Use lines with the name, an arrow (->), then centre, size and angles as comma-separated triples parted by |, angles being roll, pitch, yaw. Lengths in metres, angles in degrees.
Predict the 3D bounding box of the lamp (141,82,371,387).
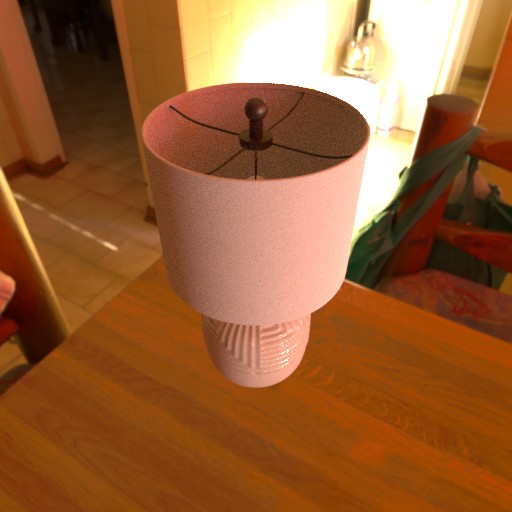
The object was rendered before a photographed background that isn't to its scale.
lamp -> 0.000, 0.000, 0.787 | 0.318, 0.567, 0.318 | 0, 41, 0
